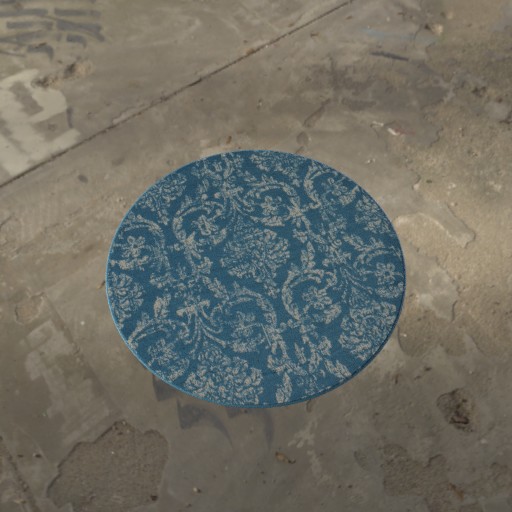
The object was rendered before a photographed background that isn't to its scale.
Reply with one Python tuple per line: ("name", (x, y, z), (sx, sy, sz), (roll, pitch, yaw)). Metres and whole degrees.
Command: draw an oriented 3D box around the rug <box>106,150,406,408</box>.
("rug", (0.000, 0.000, 2.387), (1.593, 0.012, 1.593), (0, 58, 0))
